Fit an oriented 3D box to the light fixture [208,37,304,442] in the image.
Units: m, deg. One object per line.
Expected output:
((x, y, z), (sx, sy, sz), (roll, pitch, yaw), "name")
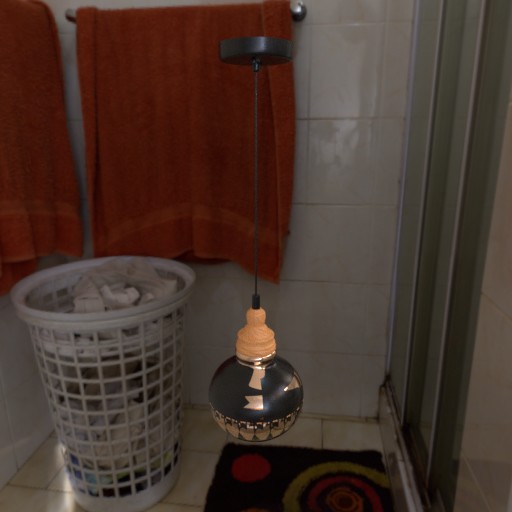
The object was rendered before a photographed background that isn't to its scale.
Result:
((0.000, 0.000, 1.838), (0.430, 1.606, 0.430), (3, 16, 10), "light fixture")
